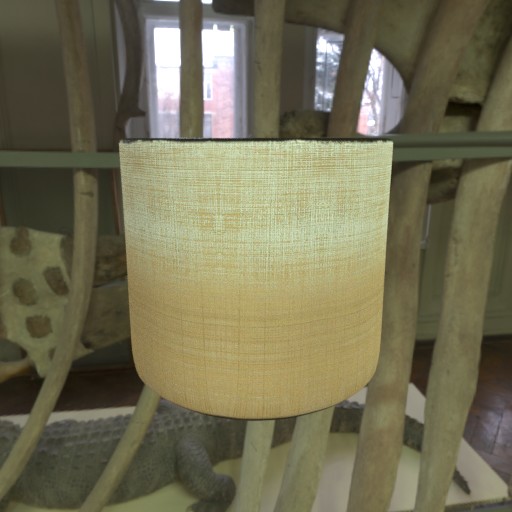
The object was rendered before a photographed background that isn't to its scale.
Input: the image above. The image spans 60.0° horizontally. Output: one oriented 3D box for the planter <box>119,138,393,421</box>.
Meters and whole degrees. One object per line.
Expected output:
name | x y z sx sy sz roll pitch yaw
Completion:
planter | 0.000 0.000 0.390 0.221 0.201 0.221 0 15 0
